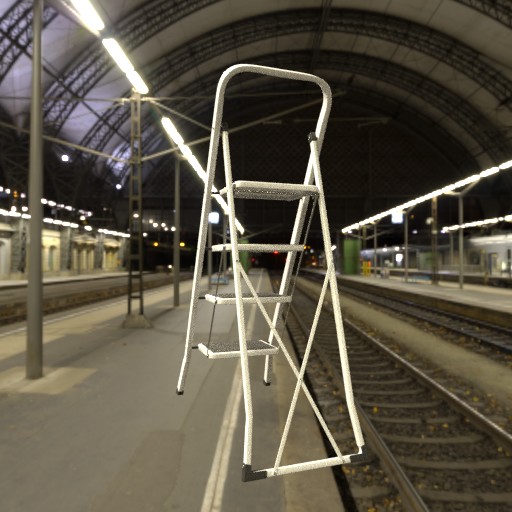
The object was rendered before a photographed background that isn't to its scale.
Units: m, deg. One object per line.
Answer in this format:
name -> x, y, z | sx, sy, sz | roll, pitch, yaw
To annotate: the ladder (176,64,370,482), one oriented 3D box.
ladder -> 0.000, 0.000, 1.721 | 0.460, 1.265, 0.914 | 0, -1, -20
